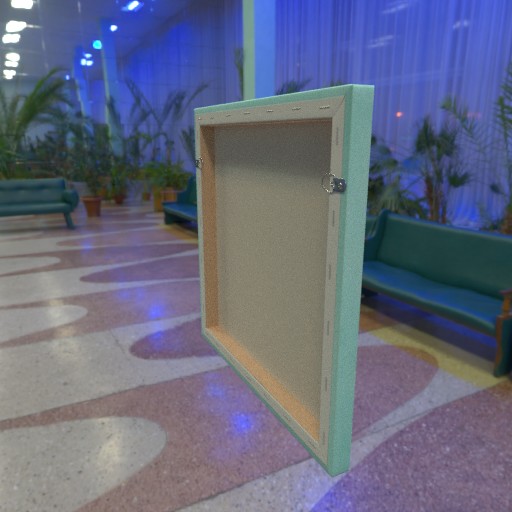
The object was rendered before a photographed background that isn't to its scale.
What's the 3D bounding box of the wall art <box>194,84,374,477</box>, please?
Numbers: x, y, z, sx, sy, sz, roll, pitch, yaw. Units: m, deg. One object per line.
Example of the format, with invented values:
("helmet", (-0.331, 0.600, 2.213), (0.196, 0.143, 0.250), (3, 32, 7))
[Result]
("wall art", (0.000, 0.000, 1.152), (0.054, 0.766, 0.765), (-8, 17, -26))
